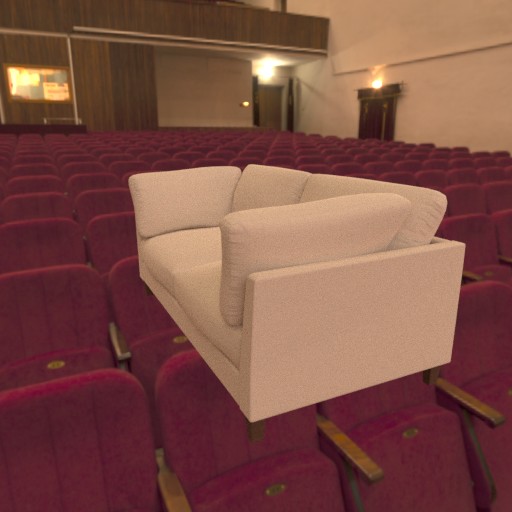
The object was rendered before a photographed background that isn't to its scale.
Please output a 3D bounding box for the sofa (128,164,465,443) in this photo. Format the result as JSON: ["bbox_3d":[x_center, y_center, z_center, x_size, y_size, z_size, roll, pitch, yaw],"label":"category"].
[{"bbox_3d":[0.000,0.000,2.306,0.970,0.836,1.776,-7,17,-25],"label":"sofa"}]
